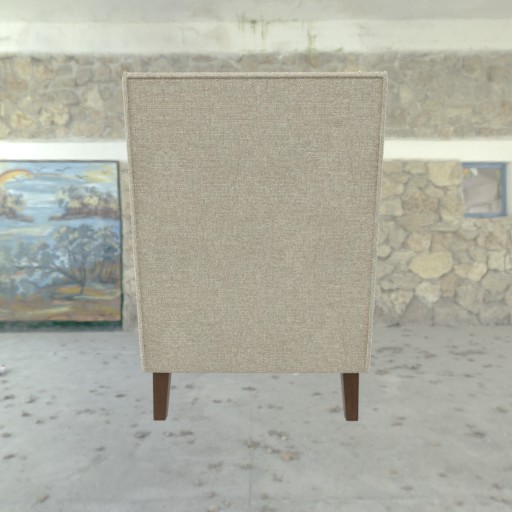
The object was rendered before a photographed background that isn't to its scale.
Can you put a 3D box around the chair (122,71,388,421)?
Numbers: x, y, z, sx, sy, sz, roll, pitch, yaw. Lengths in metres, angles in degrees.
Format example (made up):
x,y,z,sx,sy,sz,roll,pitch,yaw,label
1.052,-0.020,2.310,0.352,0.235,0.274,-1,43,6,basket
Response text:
x,y,z,sx,sy,sz,roll,pitch,yaw,label
0.000,0.000,1.725,0.764,1.082,0.948,0,1,0,chair
